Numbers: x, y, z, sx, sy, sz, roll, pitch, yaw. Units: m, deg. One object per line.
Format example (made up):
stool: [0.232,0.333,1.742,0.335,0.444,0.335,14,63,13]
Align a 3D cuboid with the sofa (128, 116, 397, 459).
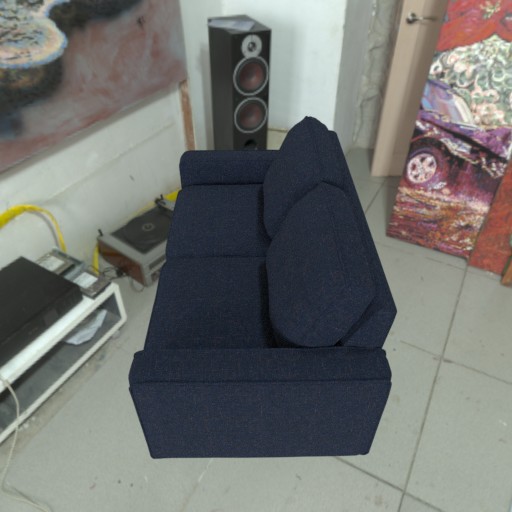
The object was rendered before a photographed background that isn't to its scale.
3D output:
sofa: [0.000,0.000,2.245,0.947,0.918,1.709,0,41,-1]
